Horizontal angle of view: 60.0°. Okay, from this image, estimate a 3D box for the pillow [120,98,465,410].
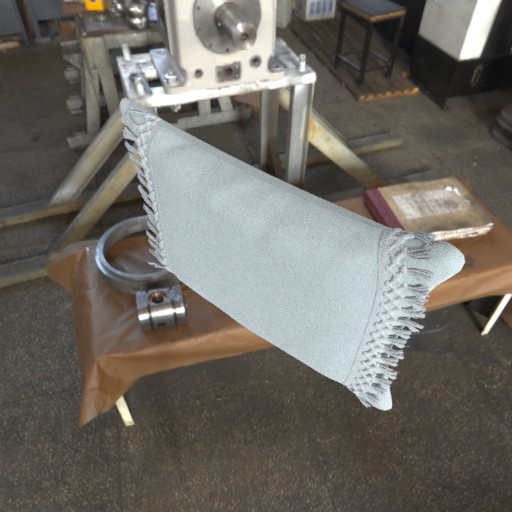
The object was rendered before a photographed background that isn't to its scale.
[{"bbox_3d":[0.000,0.000,0.587,0.466,0.305,0.084,30,53,26],"label":"pillow"}]
